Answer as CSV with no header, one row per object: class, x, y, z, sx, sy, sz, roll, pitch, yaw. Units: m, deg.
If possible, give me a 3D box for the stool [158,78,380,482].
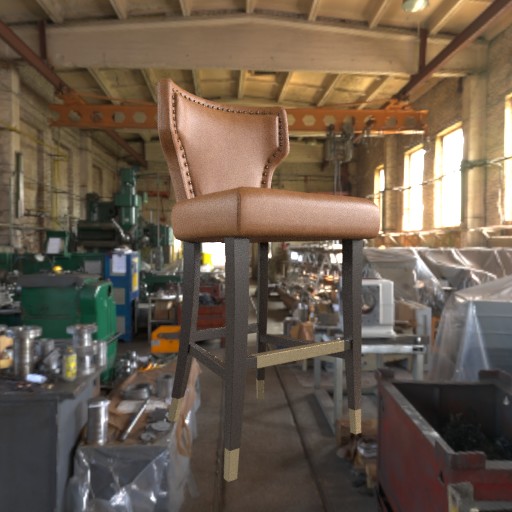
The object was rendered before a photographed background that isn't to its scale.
stool,0.000,0.000,1.386,0.526,1.092,0.563,-1,1,-36
